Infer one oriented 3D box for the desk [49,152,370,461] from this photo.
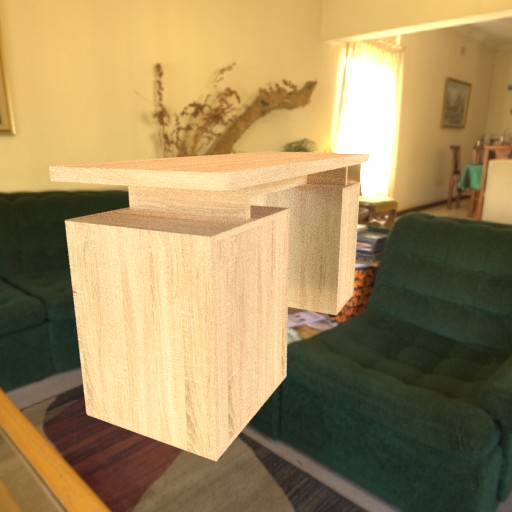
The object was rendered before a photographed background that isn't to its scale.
[{"bbox_3d":[0.000,0.000,1.751,0.550,0.760,1.400,7,17,25],"label":"desk"}]
